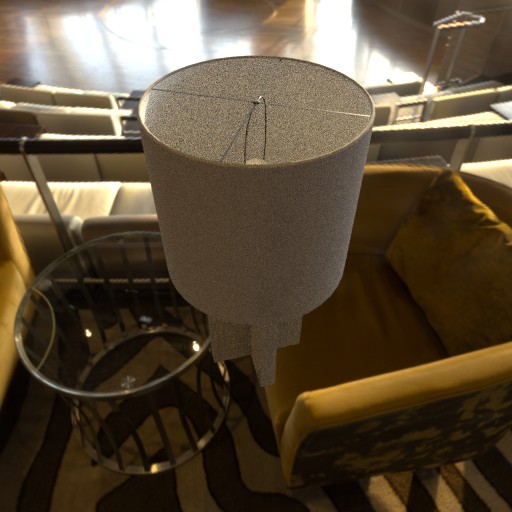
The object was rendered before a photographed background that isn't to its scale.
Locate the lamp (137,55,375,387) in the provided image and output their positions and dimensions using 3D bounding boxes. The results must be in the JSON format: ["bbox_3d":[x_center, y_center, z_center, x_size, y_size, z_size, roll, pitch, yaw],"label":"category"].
[{"bbox_3d":[0.000,0.000,0.582,0.229,0.428,0.229,-11,46,-10],"label":"lamp"}]
